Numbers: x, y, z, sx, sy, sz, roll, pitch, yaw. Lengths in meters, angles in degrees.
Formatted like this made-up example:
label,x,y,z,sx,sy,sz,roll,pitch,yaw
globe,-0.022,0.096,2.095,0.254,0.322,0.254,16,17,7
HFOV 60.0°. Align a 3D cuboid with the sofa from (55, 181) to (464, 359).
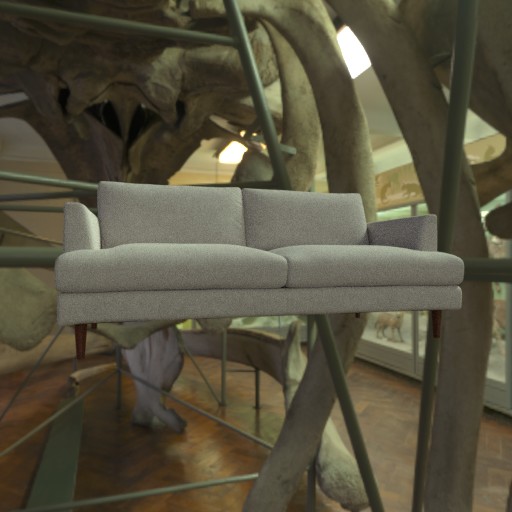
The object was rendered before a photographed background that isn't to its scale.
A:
label,x,y,z,sx,sy,sz,roll,pitch,yaw
sofa,0.000,0.000,2.486,1.948,0.868,1.020,0,0,-16
